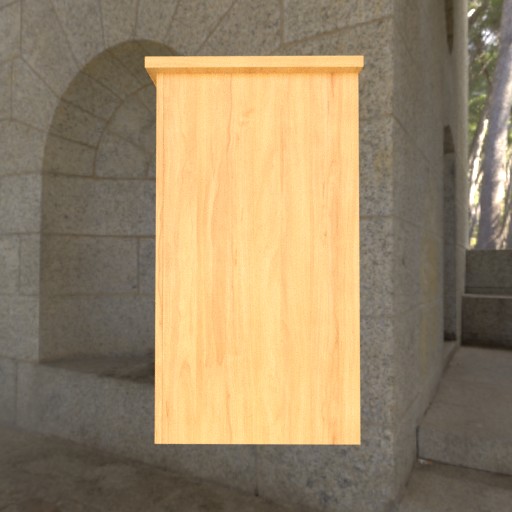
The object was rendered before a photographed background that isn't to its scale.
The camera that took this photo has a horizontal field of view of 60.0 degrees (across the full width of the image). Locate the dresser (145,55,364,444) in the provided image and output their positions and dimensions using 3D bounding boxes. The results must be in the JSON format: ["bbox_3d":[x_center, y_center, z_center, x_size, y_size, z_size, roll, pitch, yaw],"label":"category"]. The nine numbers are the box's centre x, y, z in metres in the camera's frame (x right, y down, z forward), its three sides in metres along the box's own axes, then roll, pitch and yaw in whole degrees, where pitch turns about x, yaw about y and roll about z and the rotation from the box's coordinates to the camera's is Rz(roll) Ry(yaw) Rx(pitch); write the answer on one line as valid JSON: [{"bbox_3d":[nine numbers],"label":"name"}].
[{"bbox_3d":[0.000,0.000,1.220,0.410,0.730,0.800,0,-1,1],"label":"dresser"}]
